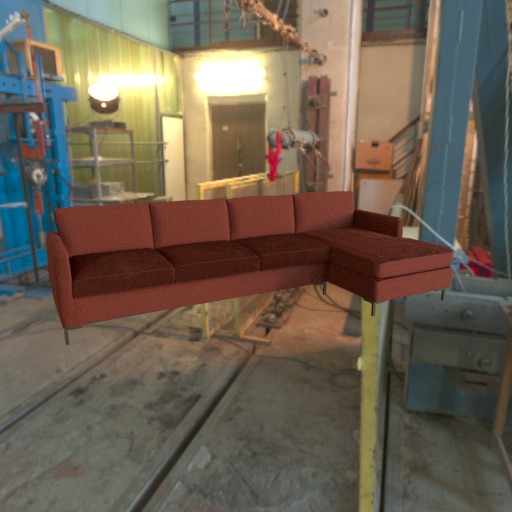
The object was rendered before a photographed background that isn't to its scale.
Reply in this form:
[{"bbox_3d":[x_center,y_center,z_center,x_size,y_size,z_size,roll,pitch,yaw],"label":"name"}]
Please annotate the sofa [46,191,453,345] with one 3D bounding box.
[{"bbox_3d":[0.000,0.000,3.467,2.932,0.810,1.350,-7,16,-27],"label":"sofa"}]
